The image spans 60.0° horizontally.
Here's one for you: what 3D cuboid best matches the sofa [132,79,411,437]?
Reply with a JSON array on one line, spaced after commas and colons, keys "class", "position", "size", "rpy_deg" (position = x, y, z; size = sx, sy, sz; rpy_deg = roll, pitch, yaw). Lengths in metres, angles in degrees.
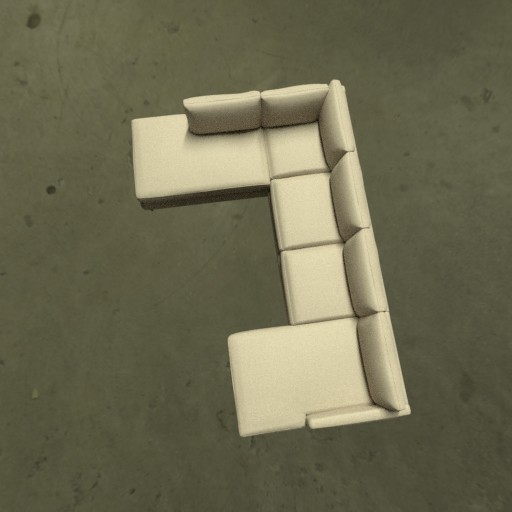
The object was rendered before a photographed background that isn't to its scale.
[{"class": "sofa", "position": [0.000, 0.000, 3.604], "size": [1.879, 0.756, 2.737], "rpy_deg": [-7, 77, -2]}]
